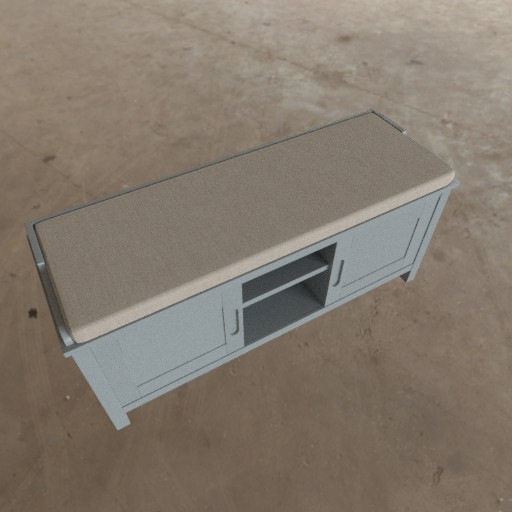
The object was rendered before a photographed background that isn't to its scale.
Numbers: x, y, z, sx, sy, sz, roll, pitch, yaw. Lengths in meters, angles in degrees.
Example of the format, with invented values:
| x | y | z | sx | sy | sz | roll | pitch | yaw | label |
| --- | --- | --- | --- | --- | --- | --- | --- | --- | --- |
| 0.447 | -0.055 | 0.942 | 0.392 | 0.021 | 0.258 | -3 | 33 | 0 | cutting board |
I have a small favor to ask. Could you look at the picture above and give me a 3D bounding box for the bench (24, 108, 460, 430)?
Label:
| x | y | z | sx | sy | sz | roll | pitch | yaw | label |
| --- | --- | --- | --- | --- | --- | --- | --- | --- | --- |
| 0.000 | 0.000 | 1.368 | 1.140 | 0.501 | 0.398 | -23 | 52 | -19 | bench |
